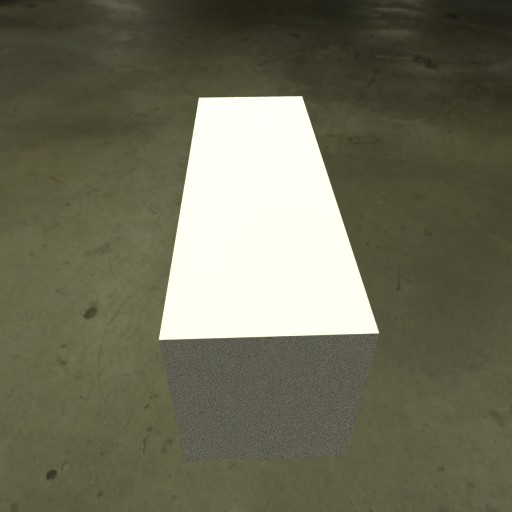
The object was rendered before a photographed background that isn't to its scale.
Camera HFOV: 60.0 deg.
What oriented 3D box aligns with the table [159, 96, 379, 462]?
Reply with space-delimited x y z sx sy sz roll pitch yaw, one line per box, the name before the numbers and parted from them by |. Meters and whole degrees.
table | 0.000 0.000 1.832 0.508 0.769 1.500 -1 40 -2
